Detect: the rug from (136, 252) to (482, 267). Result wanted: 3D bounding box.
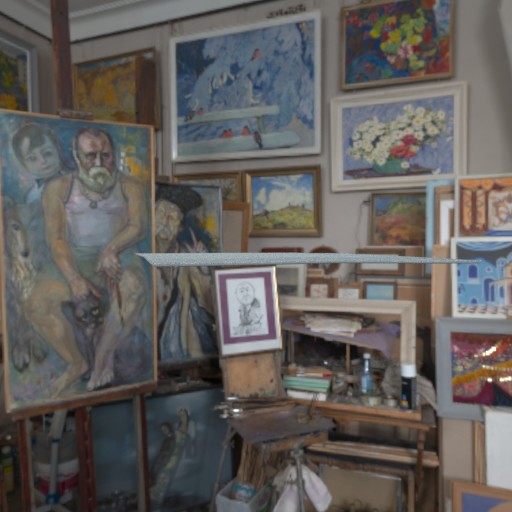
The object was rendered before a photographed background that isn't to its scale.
[{"bbox_3d":[0.000,0.000,2.326,1.174,0.022,1.853,0,1,-17],"label":"rug"}]
